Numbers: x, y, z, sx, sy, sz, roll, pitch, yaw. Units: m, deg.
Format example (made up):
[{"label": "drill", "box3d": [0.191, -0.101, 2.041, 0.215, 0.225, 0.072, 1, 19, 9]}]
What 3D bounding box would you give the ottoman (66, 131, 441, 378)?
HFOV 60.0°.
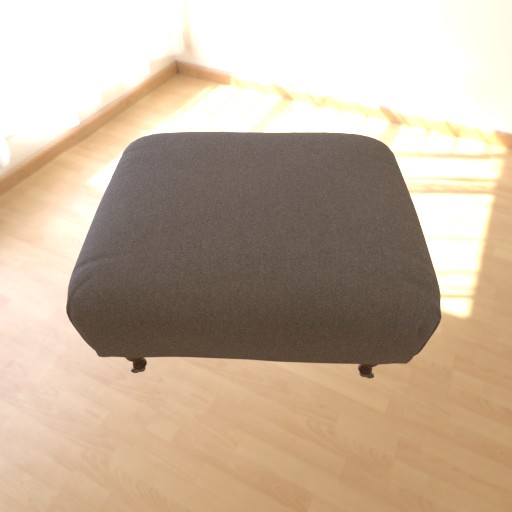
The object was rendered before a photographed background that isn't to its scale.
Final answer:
[{"label": "ottoman", "box3d": [0.000, 0.000, 1.125, 0.747, 0.450, 0.622, 1, 46, 1]}]
